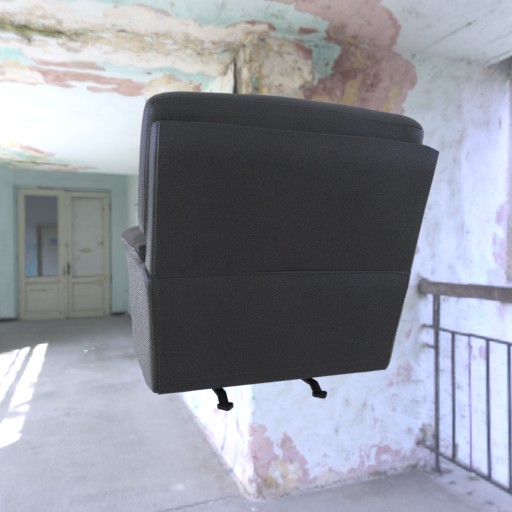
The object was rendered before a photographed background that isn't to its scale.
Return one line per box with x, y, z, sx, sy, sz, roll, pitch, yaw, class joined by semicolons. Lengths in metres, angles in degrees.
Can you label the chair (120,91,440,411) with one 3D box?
0.000;0.000;1.922;1.096;1.109;1.087;0;1;-20;chair
